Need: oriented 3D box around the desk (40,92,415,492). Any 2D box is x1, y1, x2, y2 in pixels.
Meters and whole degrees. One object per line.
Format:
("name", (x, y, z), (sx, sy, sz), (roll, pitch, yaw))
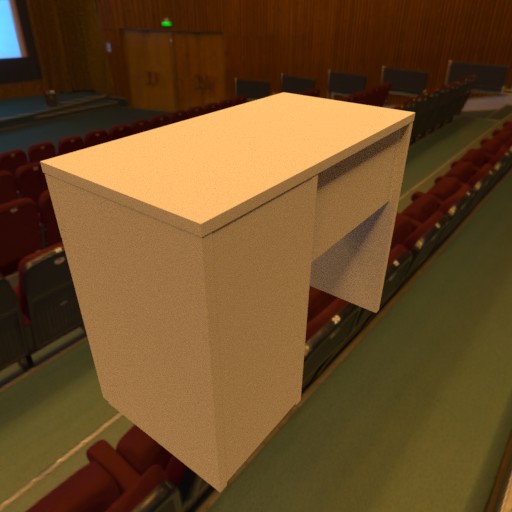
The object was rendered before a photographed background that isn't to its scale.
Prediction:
("desk", (0.000, 0.000, 1.308), (0.482, 0.730, 0.898), (22, 38, 32))
